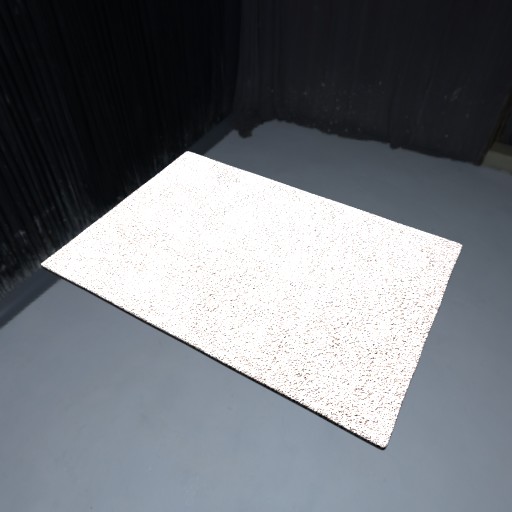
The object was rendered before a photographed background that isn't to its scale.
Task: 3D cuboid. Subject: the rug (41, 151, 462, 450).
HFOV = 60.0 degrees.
[{"bbox_3d":[0.000,0.000,2.254,1.778,0.030,1.219,23,49,21],"label":"rug"}]
